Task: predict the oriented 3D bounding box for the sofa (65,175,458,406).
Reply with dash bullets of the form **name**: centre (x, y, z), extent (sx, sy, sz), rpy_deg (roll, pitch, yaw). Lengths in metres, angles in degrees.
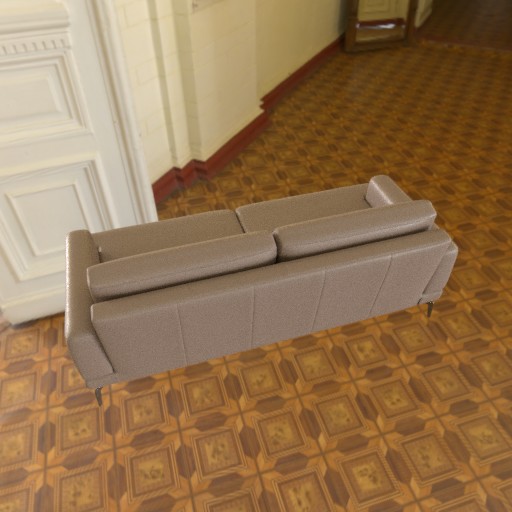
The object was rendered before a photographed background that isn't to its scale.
- **sofa**: centre (0.000, 0.000, 2.422), extent (1.940, 0.765, 0.974), rpy_deg (-12, 44, -13)
